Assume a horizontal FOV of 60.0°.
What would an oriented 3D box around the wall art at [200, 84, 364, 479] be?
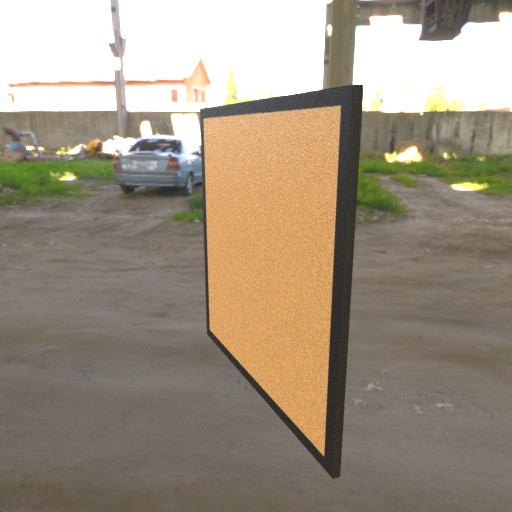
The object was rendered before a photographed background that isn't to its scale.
[{"bbox_3d":[0.000,0.000,0.990,0.016,0.659,0.663,-7,17,-25],"label":"wall art"}]
